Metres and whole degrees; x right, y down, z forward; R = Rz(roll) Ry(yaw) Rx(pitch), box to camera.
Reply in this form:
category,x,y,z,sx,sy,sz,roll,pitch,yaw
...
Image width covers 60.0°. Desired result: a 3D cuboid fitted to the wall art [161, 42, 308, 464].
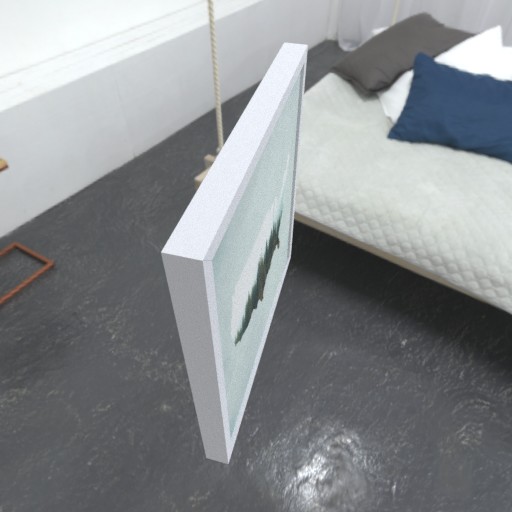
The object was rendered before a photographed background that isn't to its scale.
category,x,y,z,sx,sy,sz,roll,pitch,yaw
wall art,0.000,0.000,0.750,0.040,0.509,0.509,11,47,10
